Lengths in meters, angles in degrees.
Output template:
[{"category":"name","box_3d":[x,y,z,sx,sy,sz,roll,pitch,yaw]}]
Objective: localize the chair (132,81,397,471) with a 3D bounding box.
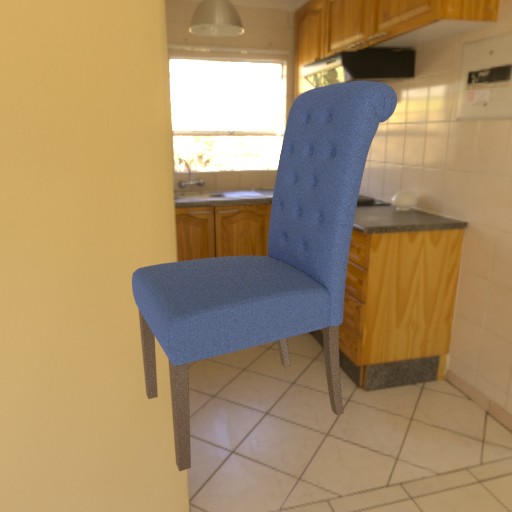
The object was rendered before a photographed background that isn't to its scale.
[{"category":"chair","box_3d":[0.000,0.000,1.346,0.671,1.006,0.456,-7,17,-25]}]
